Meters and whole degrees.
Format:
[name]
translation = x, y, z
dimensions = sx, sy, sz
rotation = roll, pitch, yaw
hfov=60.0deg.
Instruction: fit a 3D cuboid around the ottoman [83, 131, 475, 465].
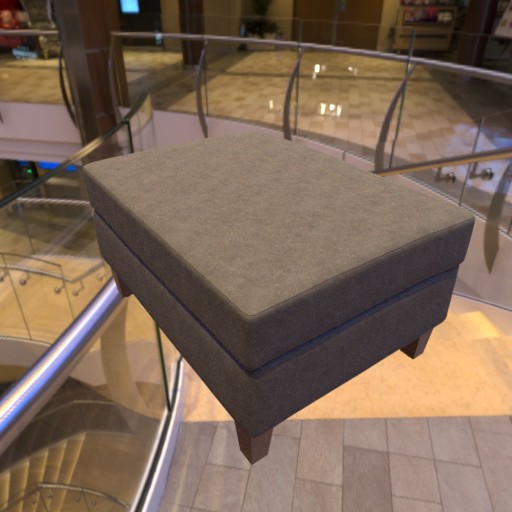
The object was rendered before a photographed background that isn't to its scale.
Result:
[ottoman]
translation = 0.000, 0.000, 1.216
dimensions = 0.639, 0.464, 0.839
rotation = -20, 37, -30
